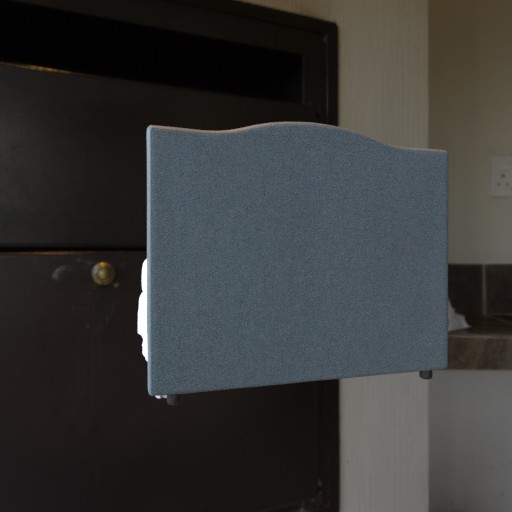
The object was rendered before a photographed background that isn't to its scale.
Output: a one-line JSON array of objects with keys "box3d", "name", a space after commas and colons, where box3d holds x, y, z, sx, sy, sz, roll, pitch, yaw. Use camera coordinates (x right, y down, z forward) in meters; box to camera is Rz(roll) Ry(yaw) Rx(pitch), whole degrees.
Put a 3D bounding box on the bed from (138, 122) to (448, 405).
[{"box3d": [0.000, 0.000, 3.386, 1.753, 1.460, 2.143, 0, 0, -17], "name": "bed"}]
